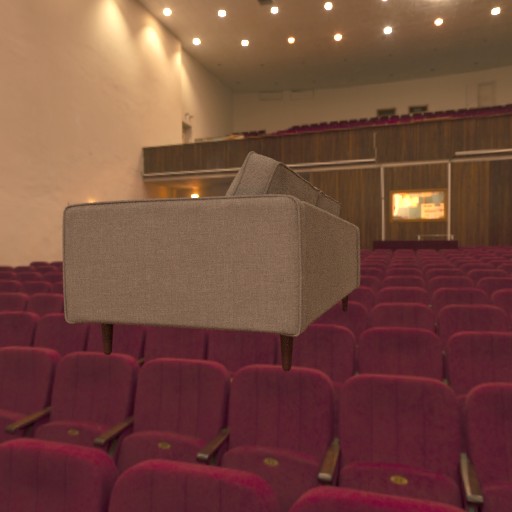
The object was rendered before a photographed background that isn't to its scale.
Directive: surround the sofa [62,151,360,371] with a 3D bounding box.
[{"bbox_3d":[0.000,0.000,2.361,0.914,0.762,1.879,0,1,19],"label":"sofa"}]
